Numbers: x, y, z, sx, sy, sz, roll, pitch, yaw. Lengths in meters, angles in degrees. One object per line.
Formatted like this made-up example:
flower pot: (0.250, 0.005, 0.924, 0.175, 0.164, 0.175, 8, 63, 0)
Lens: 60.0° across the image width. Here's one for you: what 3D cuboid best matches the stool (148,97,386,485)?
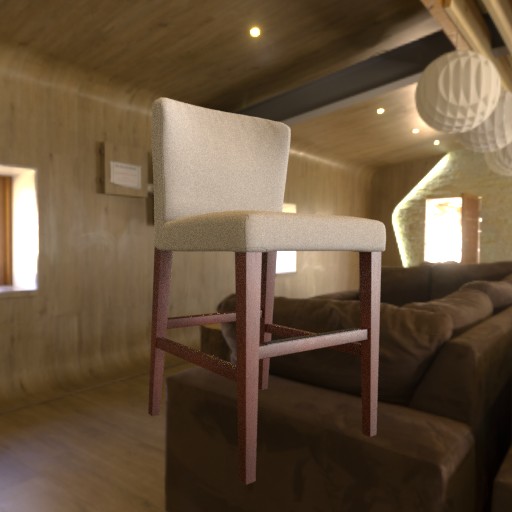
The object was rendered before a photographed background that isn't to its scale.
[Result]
stool: (0.000, 0.000, 1.271, 0.479, 0.968, 0.568, -1, 1, -36)
